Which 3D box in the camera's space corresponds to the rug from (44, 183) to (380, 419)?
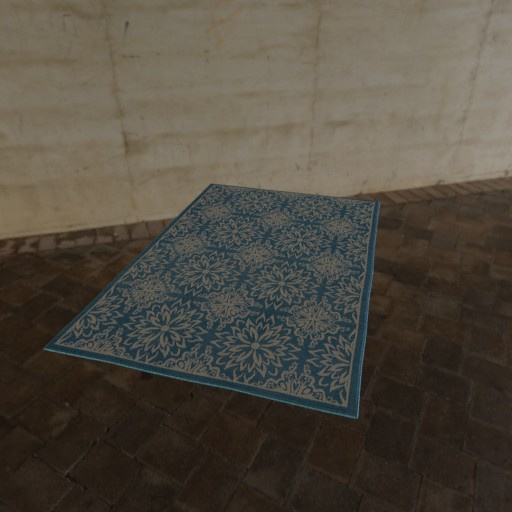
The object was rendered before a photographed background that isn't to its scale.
[{"bbox_3d":[0.000,0.000,2.351,1.211,0.012,1.833,8,31,14],"label":"rug"}]
